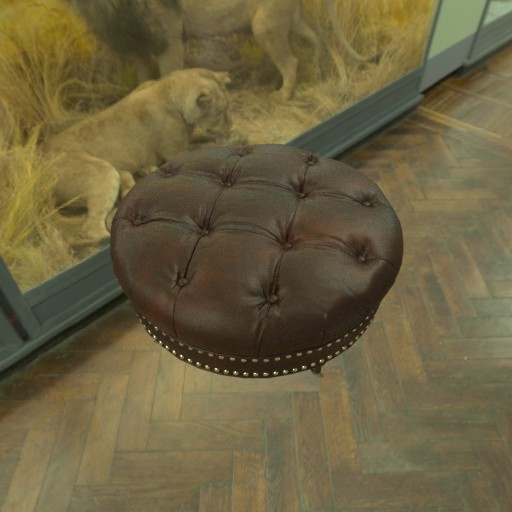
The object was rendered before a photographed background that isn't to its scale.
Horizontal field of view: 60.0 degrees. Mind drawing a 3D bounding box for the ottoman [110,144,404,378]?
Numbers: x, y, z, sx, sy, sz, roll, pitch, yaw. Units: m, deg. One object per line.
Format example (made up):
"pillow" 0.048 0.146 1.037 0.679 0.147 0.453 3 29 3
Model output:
"ottoman" 0.000 0.000 1.480 0.901 0.455 0.901 0 45 0
